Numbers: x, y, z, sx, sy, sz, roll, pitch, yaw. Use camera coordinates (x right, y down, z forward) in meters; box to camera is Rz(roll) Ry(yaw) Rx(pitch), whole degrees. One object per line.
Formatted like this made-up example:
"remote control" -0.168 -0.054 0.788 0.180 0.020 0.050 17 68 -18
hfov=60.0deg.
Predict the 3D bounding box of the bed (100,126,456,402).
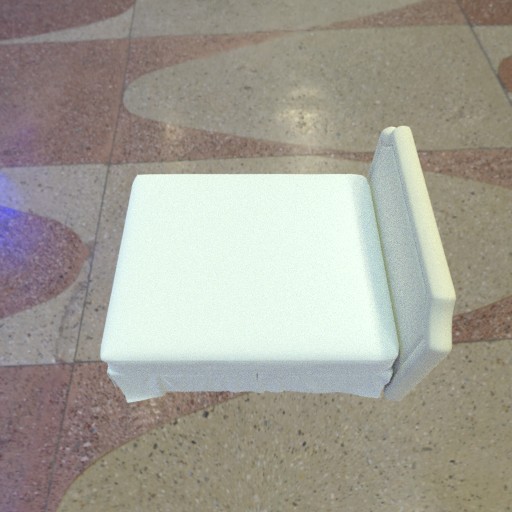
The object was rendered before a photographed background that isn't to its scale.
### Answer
"bed" 0.000 0.000 3.305 2.209 1.296 1.827 0 58 0
